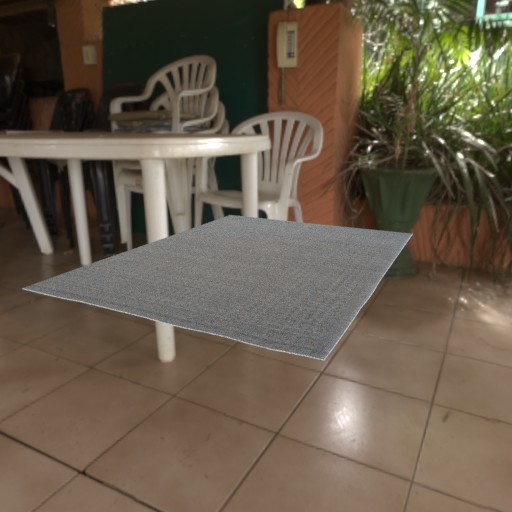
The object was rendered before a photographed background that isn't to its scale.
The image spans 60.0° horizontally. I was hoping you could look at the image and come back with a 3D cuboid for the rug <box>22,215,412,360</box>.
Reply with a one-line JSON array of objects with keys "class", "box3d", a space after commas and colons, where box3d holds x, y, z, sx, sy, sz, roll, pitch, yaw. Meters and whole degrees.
[{"class": "rug", "box3d": [0.000, 0.000, 4.269, 2.443, 0.007, 3.200, 8, 19, 26]}]
